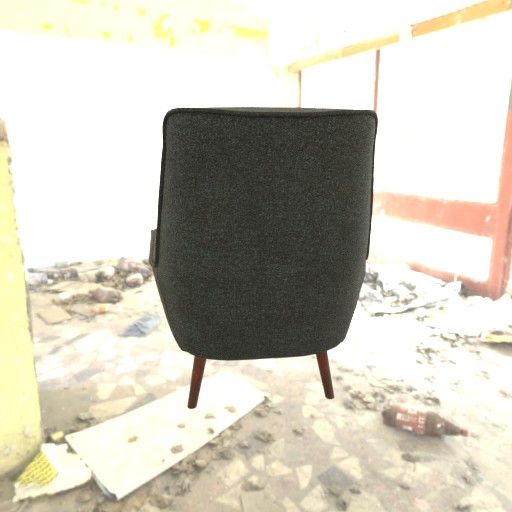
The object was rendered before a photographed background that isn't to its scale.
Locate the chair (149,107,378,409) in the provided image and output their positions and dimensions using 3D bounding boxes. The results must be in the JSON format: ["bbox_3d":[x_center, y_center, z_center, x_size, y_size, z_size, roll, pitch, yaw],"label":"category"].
[{"bbox_3d":[0.000,0.000,1.471,0.763,0.883,0.859,-2,14,-7],"label":"chair"}]
